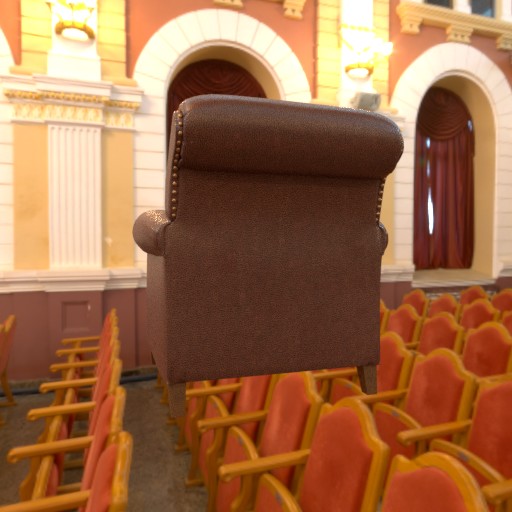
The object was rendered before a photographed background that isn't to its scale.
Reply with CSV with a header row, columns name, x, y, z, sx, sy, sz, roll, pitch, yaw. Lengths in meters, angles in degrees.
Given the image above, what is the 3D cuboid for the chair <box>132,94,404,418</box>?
name,x,y,z,sx,sy,sz,roll,pitch,yaw
chair,0.000,0.000,1.643,0.854,0.927,0.890,0,1,-18
